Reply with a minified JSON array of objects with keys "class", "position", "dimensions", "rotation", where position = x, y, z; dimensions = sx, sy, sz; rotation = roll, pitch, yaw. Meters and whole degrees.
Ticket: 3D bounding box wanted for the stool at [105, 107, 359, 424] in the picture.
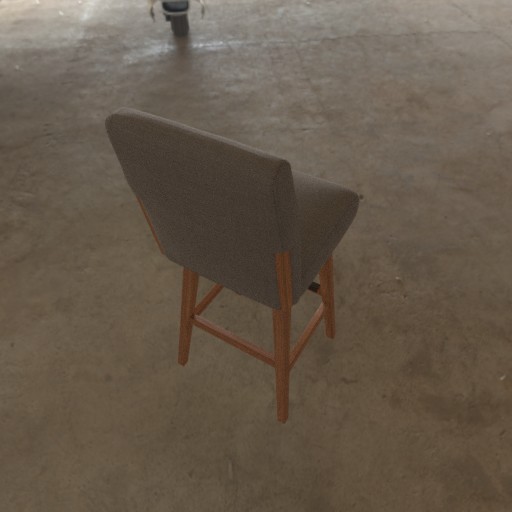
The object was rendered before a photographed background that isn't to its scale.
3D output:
[{"class":"stool","position":[0.000,0.000,1.400],"dimensions":[0.483,1.112,0.570],"rotation":[23,50,21]}]
